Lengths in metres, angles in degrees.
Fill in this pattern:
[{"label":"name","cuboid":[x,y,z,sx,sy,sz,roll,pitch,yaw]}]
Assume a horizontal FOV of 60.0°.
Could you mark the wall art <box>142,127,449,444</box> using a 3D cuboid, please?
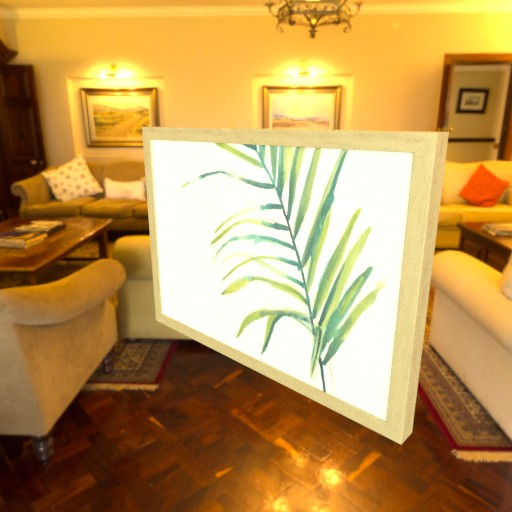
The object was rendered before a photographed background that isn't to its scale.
[{"label":"wall art","cuboid":[0.000,0.000,0.689,0.532,0.380,0.032,15,23,41]}]
